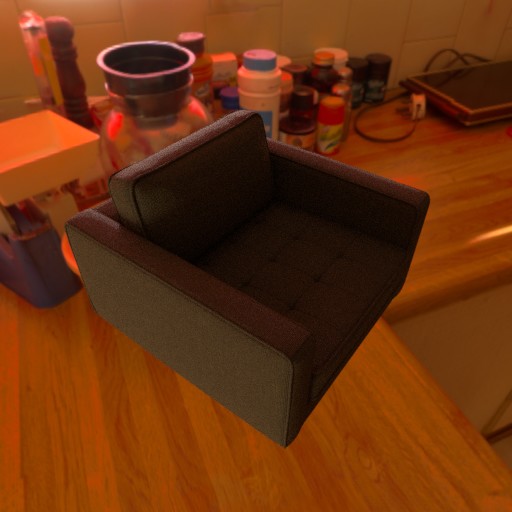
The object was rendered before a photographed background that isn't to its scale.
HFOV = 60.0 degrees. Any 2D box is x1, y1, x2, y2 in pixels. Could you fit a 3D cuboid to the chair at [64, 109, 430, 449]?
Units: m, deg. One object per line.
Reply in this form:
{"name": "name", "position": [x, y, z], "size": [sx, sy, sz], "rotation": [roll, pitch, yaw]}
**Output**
{"name": "chair", "position": [0.000, 0.000, 1.614], "size": [0.919, 0.770, 0.899], "rotation": [27, 48, 27]}
